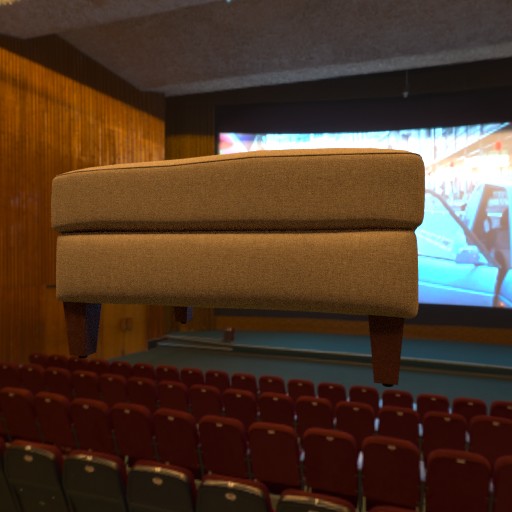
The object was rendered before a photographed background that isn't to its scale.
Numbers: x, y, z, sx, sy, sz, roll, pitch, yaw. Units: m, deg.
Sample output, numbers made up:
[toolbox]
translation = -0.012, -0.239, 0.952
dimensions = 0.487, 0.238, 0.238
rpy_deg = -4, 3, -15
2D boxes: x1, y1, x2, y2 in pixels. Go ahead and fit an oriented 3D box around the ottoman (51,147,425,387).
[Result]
[ottoman]
translation = 0.000, 0.000, 1.285
dimensions = 0.898, 0.519, 0.677
rpy_deg = 0, 1, 18
